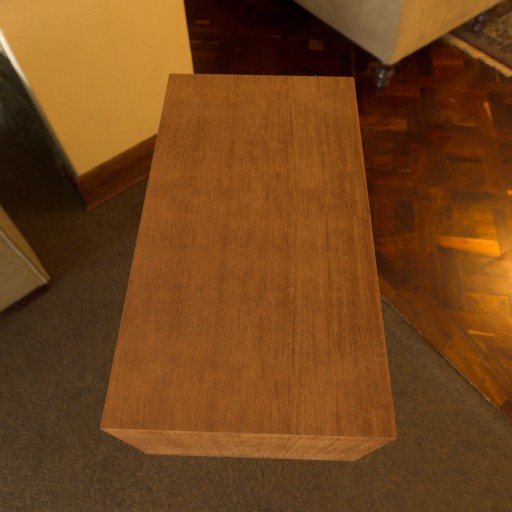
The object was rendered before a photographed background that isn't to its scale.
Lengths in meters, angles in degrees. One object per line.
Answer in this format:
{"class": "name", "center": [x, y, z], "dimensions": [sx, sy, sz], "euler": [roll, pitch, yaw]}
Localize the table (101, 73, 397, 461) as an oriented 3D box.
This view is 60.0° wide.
{"class": "table", "center": [0.000, 0.000, 1.249], "dimensions": [0.549, 0.419, 1.000], "euler": [2, 60, 1]}
